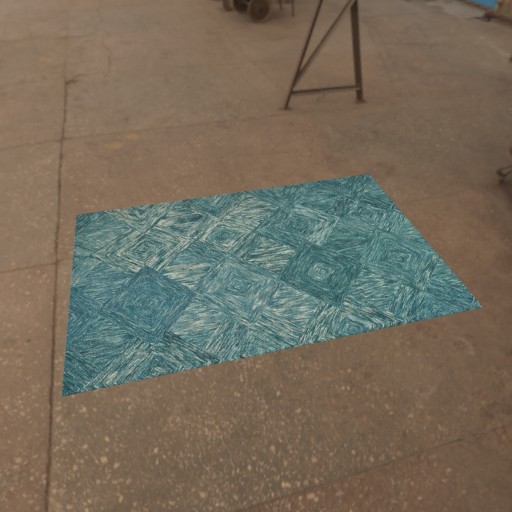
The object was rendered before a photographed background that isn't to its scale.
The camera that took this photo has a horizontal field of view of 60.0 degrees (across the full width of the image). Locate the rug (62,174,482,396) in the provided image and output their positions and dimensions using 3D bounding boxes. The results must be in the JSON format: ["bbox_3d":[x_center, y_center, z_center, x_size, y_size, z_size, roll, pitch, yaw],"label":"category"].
[{"bbox_3d":[0.000,0.000,2.847,2.277,0.015,1.490,-10,42,-11],"label":"rug"}]
